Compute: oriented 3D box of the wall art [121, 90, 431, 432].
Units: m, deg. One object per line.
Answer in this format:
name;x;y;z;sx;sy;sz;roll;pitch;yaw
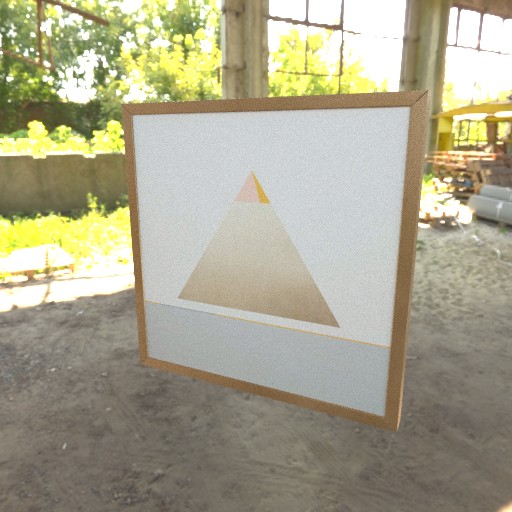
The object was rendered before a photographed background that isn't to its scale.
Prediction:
wall art;0.000;0.000;0.762;0.513;0.511;0.038;7;16;25
